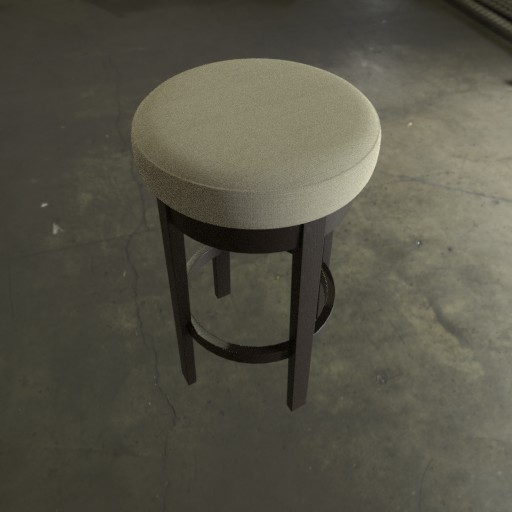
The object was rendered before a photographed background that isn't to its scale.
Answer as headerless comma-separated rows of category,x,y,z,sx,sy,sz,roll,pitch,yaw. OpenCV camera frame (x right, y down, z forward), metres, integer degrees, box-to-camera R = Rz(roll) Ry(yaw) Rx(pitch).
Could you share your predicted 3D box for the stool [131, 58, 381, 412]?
stool,0.000,0.000,1.014,0.446,0.758,0.446,0,47,0
